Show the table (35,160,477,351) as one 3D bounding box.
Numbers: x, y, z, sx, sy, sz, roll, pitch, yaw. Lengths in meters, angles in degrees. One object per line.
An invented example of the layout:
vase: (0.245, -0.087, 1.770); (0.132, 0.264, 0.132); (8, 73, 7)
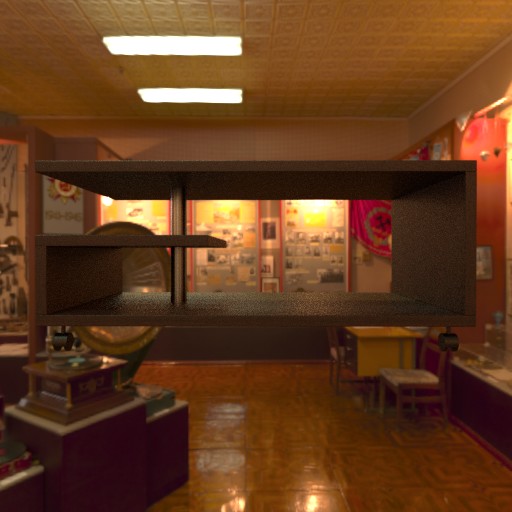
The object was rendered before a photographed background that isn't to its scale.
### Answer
table: (0.000, 0.000, 1.348); (1.050, 0.460, 0.590); (0, 1, 0)
